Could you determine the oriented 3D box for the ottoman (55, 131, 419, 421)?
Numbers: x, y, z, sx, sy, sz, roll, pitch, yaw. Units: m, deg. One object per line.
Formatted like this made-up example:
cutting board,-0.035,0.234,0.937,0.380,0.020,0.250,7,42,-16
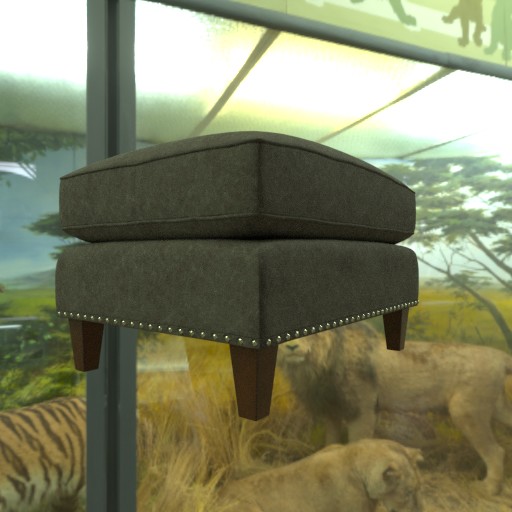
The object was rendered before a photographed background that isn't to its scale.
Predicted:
ottoman,0.000,0.000,1.108,0.584,0.513,0.741,0,0,37
